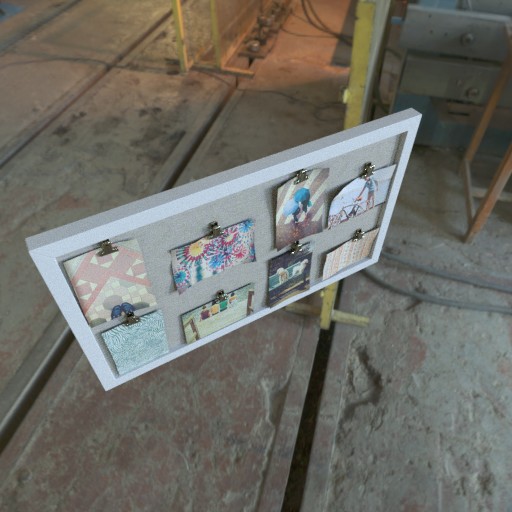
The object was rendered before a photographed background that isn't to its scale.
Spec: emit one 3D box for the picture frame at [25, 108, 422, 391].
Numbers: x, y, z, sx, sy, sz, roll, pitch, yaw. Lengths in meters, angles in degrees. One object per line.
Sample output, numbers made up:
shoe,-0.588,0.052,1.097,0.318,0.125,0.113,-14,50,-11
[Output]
picture frame,0.000,0.000,0.791,0.647,0.379,0.044,-23,52,-20
